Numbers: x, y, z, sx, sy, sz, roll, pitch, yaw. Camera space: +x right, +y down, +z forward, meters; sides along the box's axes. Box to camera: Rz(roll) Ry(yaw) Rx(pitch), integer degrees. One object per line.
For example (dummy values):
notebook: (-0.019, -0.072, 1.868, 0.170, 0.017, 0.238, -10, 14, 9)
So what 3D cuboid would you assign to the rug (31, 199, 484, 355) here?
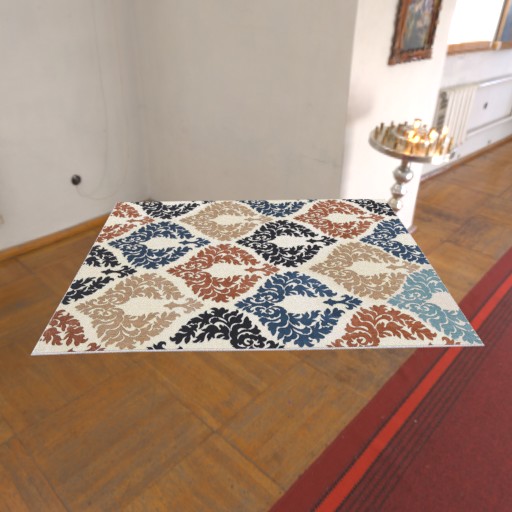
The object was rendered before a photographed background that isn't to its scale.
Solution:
rug: (0.000, 0.000, 3.984, 3.040, 0.014, 2.423, -1, 31, -2)
